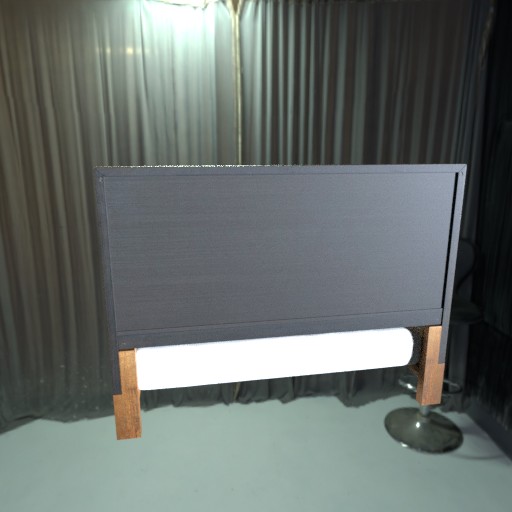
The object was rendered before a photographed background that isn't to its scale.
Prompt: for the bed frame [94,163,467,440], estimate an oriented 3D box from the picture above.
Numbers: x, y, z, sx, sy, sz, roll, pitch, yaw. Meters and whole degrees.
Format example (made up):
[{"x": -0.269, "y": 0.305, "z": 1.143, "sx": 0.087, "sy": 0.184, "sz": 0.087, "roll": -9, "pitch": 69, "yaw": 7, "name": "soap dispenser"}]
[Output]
[{"x": 0.000, "y": 0.000, "z": 3.603, "sx": 2.038, "sy": 1.537, "sz": 2.235, "roll": -3, "pitch": 14, "yaw": -10, "name": "bed frame"}]
